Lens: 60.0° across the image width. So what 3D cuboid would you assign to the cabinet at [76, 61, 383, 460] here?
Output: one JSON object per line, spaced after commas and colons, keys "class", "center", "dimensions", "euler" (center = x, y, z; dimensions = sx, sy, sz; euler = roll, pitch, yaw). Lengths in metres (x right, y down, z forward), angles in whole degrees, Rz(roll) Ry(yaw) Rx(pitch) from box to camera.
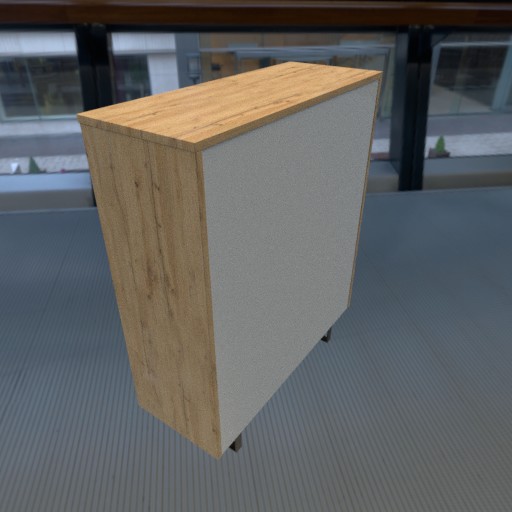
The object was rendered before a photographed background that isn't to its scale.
{"class": "cabinet", "center": [0.000, 0.000, 1.937], "dimensions": [0.473, 1.397, 1.168], "euler": [21, 37, 29]}
